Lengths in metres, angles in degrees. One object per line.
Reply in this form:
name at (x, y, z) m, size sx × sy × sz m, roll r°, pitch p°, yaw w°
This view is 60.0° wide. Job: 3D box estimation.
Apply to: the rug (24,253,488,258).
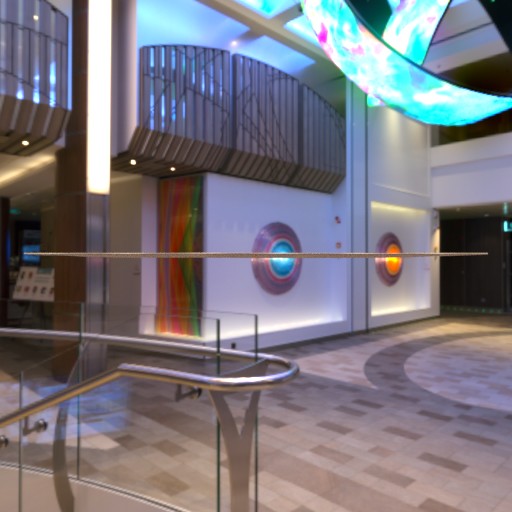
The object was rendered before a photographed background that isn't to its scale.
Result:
rug at (0.000, 0.000, 3.091) m, size 2.442 × 0.016 × 1.527 m, roll 0°, pitch -1°, yaw 0°
